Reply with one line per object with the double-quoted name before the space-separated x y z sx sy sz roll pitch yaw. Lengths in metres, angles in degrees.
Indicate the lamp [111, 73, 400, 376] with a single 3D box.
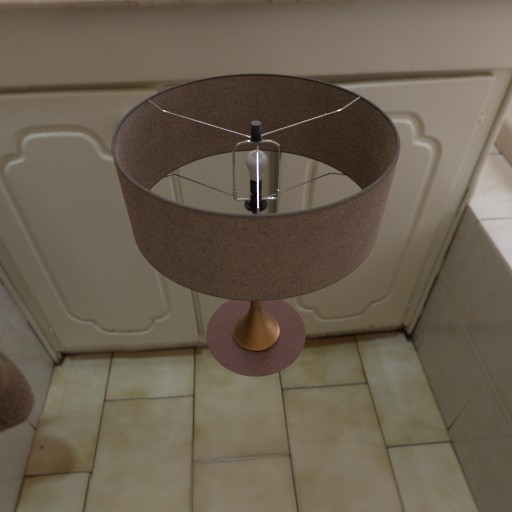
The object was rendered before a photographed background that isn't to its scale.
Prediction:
"lamp" 0.000 0.000 0.842 0.417 0.551 0.396 -2 45 -2
